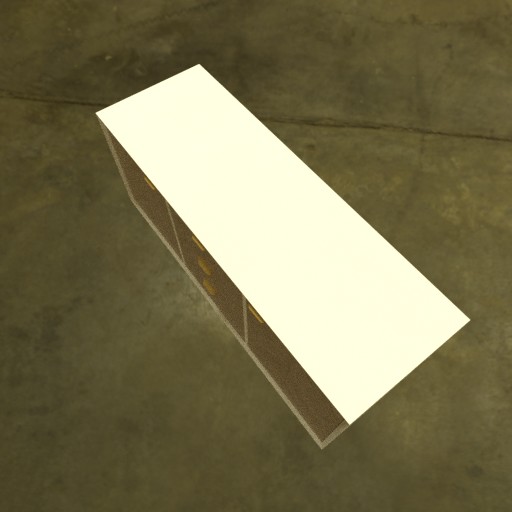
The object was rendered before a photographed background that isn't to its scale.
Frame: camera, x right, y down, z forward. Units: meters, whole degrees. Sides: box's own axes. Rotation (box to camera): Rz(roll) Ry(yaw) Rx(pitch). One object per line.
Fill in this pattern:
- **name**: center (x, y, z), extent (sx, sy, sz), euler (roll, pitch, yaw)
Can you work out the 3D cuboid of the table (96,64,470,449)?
- **table**: center (0.000, 0.000, 1.909), extent (0.508, 0.769, 1.500), euler (-33, 65, -17)
